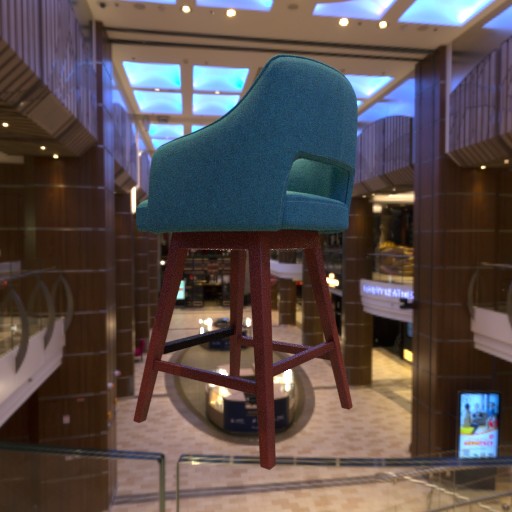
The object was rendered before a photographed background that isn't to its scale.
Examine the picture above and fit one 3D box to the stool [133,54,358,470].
[{"bbox_3d":[0.000,0.000,1.309,0.556,0.961,0.548,1,2,35],"label":"stool"}]
